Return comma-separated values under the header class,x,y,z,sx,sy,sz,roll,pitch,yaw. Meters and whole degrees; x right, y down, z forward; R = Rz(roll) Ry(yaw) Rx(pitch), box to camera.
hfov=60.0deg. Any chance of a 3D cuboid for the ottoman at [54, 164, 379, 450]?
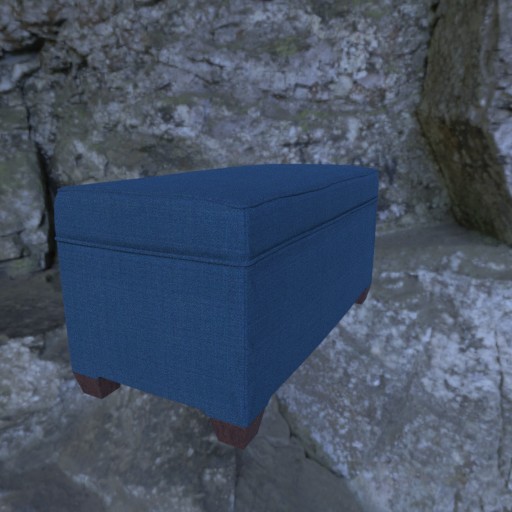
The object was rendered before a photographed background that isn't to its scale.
class,x,y,z,sx,sy,sz,roll,pitch,yaw
ottoman,0.000,0.000,1.217,0.474,0.474,0.943,7,16,27
